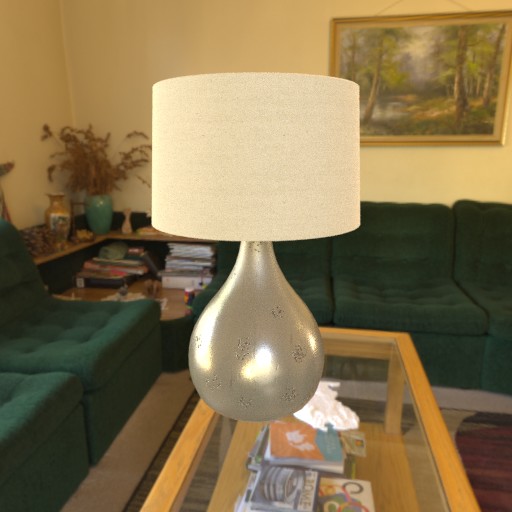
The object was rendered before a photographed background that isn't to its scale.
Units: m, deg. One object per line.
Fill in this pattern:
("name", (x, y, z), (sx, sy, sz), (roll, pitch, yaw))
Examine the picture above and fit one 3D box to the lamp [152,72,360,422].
("lamp", (0.000, 0.000, 0.734), (0.330, 0.521, 0.330), (0, 14, 0))
